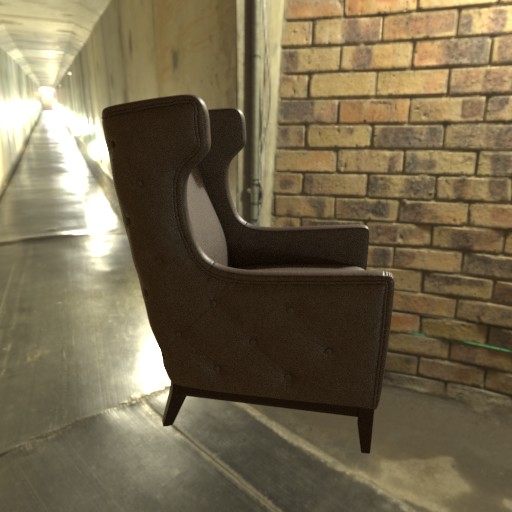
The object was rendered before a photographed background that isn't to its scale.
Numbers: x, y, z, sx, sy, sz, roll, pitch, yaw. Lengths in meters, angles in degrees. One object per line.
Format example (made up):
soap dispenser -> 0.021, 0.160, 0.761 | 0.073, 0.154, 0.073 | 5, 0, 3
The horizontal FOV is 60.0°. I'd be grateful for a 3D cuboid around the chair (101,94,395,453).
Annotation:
chair -> 0.000, 0.000, 1.639 | 0.899, 1.079, 0.769 | 2, 16, 8
